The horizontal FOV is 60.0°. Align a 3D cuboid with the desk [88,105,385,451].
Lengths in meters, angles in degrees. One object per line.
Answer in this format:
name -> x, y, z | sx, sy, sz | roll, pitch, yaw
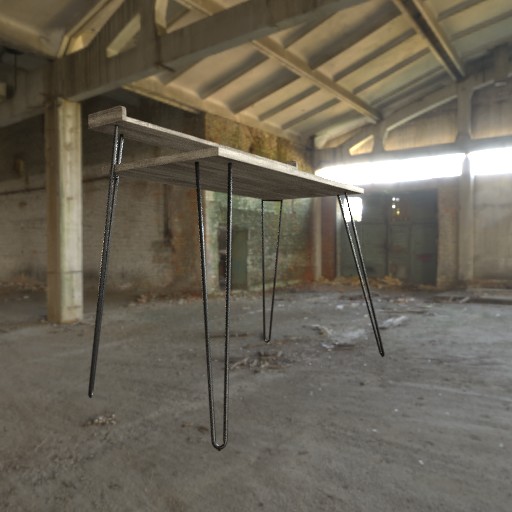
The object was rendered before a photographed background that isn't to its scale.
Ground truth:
desk -> 0.000, 0.000, 1.661 | 0.605, 0.899, 1.135 | 1, 1, 35
